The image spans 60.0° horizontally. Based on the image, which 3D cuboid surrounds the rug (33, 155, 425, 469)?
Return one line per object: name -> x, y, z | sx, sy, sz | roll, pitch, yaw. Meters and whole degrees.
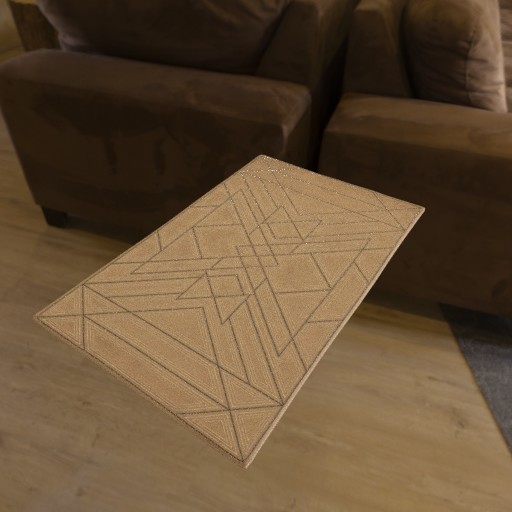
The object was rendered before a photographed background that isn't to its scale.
rug -> 0.000, 0.000, 3.073 | 1.575, 0.023, 2.459 | 24, 46, 25
